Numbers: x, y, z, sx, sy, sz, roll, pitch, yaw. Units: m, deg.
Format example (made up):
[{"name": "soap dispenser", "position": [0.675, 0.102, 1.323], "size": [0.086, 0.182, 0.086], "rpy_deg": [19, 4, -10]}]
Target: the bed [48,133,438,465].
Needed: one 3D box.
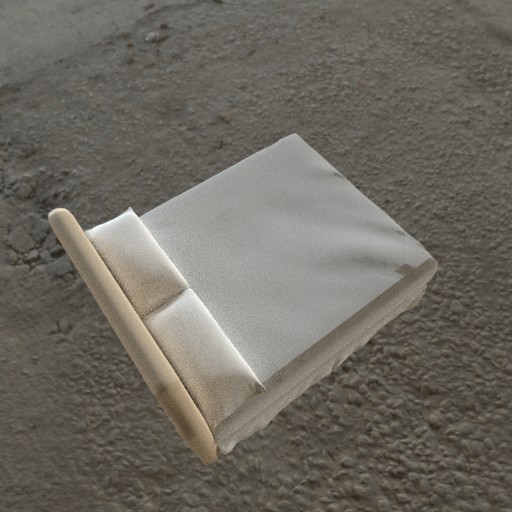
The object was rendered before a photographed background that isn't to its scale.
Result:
[{"name": "bed", "position": [0.000, 0.000, 3.834], "size": [2.548, 1.524, 2.134], "rpy_deg": [-32, 64, -18]}]
